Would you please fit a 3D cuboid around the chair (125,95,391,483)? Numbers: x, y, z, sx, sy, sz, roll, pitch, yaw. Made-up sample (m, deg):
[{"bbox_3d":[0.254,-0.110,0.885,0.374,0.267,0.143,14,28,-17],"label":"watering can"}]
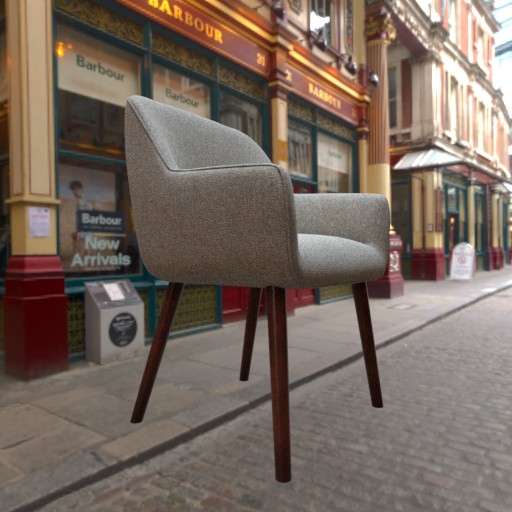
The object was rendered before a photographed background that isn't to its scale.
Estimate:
[{"bbox_3d":[0.000,0.000,1.127,0.519,0.803,0.543,0,1,36],"label":"chair"}]
